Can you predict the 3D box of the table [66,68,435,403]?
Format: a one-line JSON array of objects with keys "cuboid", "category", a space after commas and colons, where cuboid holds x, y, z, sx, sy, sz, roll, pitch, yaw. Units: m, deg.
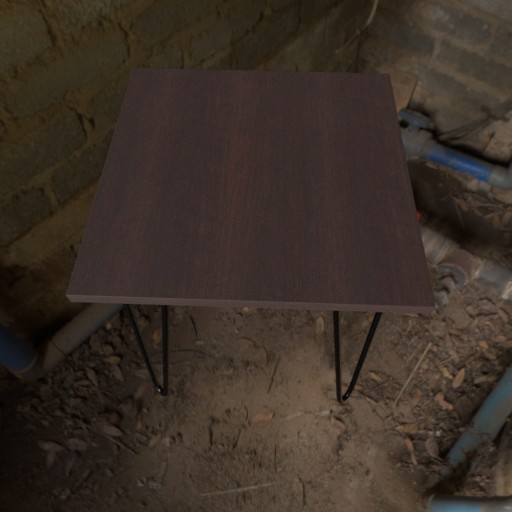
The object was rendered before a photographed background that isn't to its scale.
[{"cuboid": [0.000, 0.000, 0.961, 0.495, 0.559, 0.495, 2, 58, 1], "category": "table"}]
